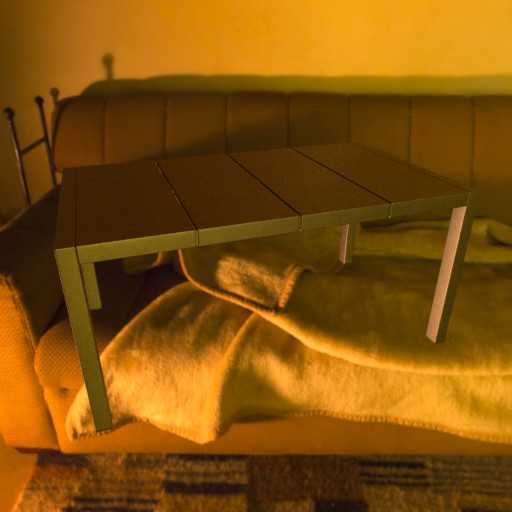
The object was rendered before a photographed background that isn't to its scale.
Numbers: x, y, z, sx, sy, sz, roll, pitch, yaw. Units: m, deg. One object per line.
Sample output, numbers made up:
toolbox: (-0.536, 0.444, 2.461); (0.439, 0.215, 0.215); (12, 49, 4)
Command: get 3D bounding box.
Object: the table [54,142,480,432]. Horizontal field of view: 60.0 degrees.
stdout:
table: (0.000, 0.000, 1.271); (0.965, 0.460, 0.559); (-9, 28, -18)
